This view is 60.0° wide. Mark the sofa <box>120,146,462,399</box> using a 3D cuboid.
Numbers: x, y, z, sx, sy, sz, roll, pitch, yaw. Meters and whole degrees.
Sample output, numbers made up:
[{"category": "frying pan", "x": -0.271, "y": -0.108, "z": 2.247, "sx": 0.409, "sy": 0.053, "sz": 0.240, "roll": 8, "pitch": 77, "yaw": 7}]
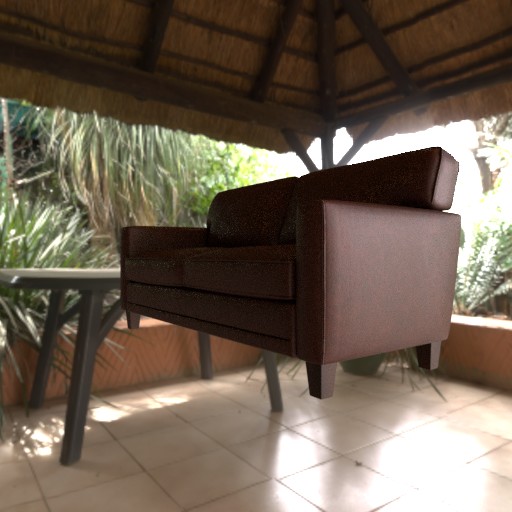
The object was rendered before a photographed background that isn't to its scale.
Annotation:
[{"category": "sofa", "x": 0.000, "y": 0.000, "z": 2.361, "sx": 0.912, "sy": 0.928, "sz": 1.876, "roll": 0, "pitch": 0, "yaw": -36}]
